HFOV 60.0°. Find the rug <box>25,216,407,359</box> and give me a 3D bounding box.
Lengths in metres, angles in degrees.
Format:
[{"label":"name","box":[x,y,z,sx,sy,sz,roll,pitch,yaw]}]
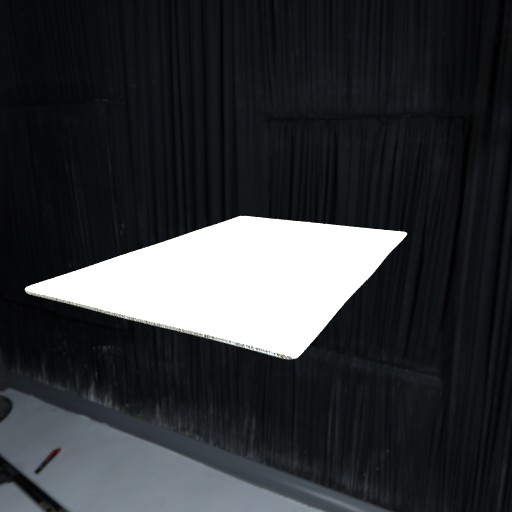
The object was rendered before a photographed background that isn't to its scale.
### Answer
[{"label":"rug","box":[0.000,0.000,3.428,1.798,0.025,2.698,8,18,27]}]
